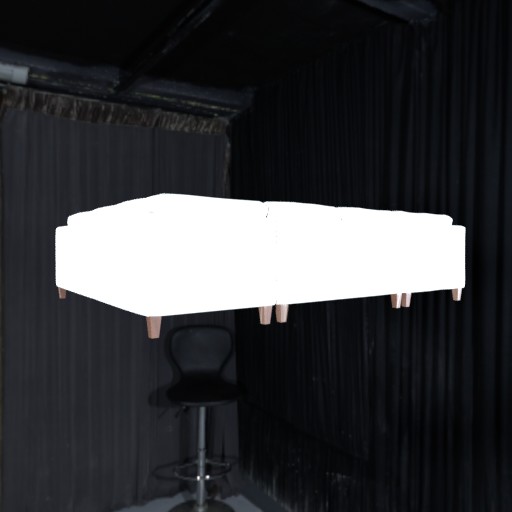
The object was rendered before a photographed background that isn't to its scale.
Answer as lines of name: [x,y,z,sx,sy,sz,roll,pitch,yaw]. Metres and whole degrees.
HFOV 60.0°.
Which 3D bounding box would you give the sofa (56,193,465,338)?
sofa: [0.000,0.000,4.385,3.238,0.853,2.551,-1,1,-35]
